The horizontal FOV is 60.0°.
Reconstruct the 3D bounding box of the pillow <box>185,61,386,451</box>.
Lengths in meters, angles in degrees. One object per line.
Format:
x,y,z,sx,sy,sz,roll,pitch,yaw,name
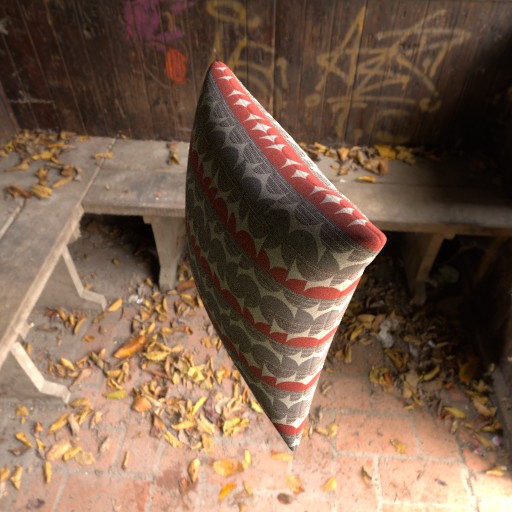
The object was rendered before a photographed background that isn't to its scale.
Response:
0.000,0.000,0.649,0.180,0.410,0.420,-18,49,-16,pillow
